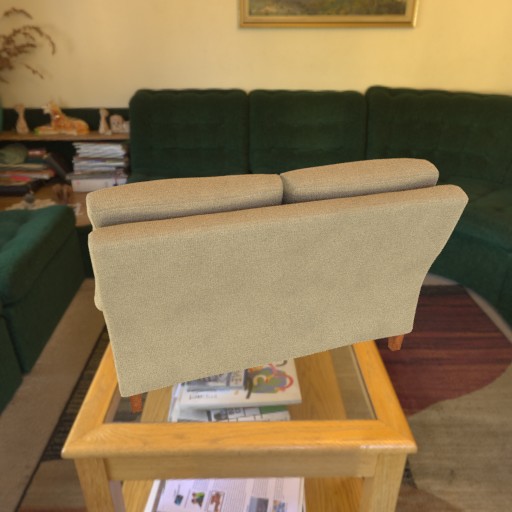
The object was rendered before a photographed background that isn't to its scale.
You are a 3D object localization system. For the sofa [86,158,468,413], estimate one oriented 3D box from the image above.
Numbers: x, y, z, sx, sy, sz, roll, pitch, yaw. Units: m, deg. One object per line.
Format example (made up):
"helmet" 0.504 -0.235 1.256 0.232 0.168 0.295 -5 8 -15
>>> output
"sofa" 0.000 0.000 2.166 1.480 0.999 1.087 -9 28 -16
